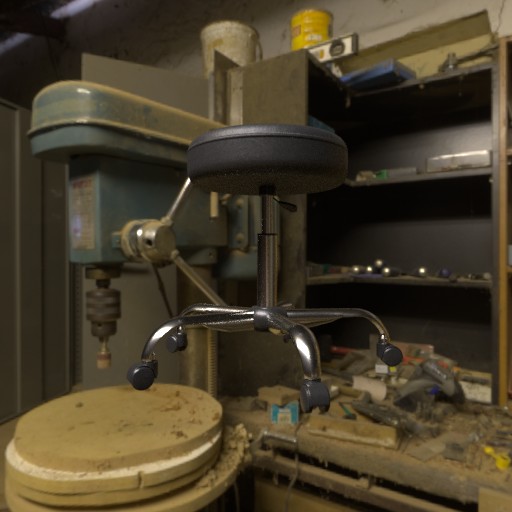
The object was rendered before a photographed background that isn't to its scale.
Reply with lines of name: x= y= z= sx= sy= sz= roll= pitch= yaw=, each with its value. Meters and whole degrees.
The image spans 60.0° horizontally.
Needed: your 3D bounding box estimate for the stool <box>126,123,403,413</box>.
stool: x=0.000 y=0.000 z=1.160 sx=0.638 sy=0.576 sz=0.673 roll=0 pitch=0 yaw=35
